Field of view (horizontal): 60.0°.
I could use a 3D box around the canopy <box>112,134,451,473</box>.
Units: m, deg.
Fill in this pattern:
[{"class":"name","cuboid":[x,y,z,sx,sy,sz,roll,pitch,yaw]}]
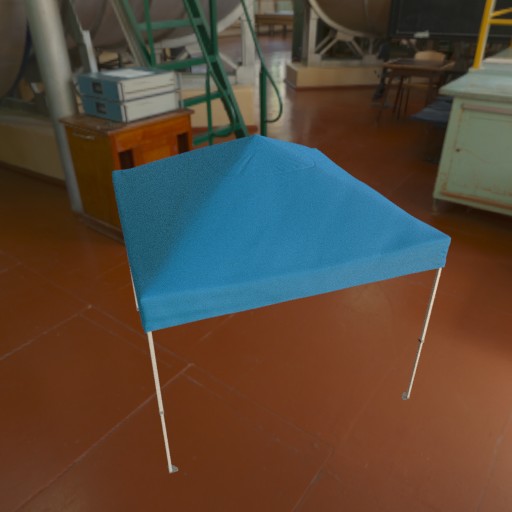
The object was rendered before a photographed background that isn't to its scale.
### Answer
[{"class":"canopy","cuboid":[0.000,0.000,5.448,2.996,2.997,2.998,-10,33,-17]}]
